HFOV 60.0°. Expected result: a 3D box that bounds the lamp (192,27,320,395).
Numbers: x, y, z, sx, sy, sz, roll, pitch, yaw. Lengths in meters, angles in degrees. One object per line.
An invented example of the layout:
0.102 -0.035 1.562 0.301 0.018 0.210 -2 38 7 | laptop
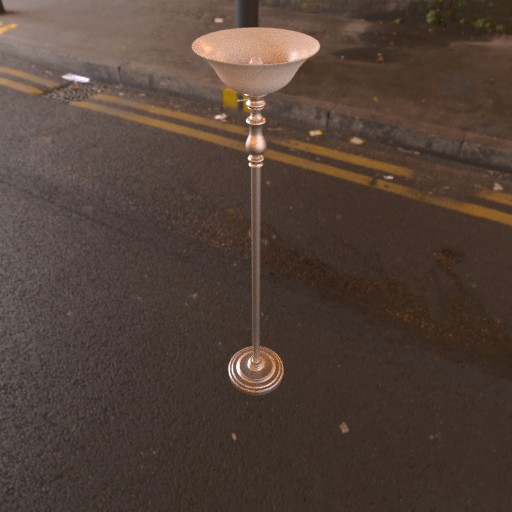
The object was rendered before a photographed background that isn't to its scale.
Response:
0.000 0.000 1.982 0.405 1.771 0.405 -13 42 -15 | lamp
